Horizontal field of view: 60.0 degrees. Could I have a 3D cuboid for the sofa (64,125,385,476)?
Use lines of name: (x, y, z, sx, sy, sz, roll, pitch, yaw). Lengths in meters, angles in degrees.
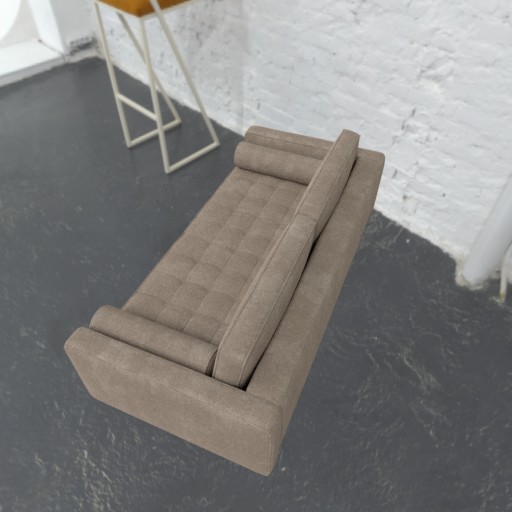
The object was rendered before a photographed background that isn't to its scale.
sofa: (0.000, 0.000, 2.333, 0.920, 0.769, 1.883, 17, 48, 16)
